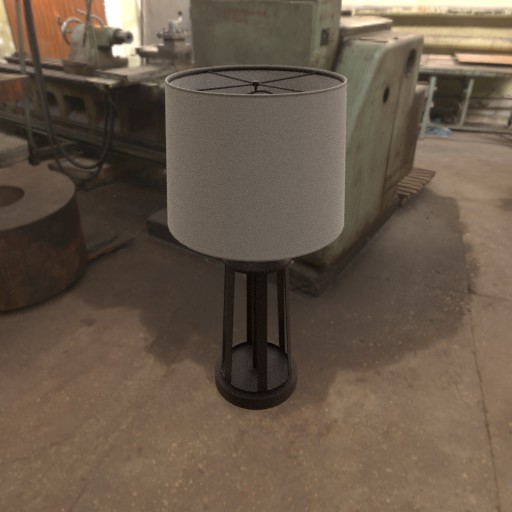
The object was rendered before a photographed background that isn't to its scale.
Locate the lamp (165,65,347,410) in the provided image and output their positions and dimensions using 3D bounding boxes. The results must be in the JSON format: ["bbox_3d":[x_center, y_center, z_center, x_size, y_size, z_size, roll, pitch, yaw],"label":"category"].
[{"bbox_3d":[0.000,0.000,0.673,0.251,0.509,0.251,0,31,0],"label":"lamp"}]
